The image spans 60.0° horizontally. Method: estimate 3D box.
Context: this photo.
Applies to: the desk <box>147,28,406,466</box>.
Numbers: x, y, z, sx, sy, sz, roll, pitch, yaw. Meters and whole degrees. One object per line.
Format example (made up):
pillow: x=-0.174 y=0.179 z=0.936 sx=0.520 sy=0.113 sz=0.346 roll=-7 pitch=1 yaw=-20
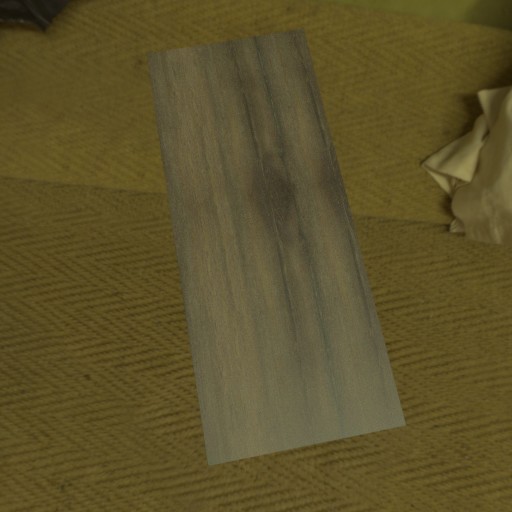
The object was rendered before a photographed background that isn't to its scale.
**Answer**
desk: x=0.000 y=0.000 z=1.536 sx=0.511 sy=0.752 sz=1.134 roll=-10 pitch=76 yaw=-3
